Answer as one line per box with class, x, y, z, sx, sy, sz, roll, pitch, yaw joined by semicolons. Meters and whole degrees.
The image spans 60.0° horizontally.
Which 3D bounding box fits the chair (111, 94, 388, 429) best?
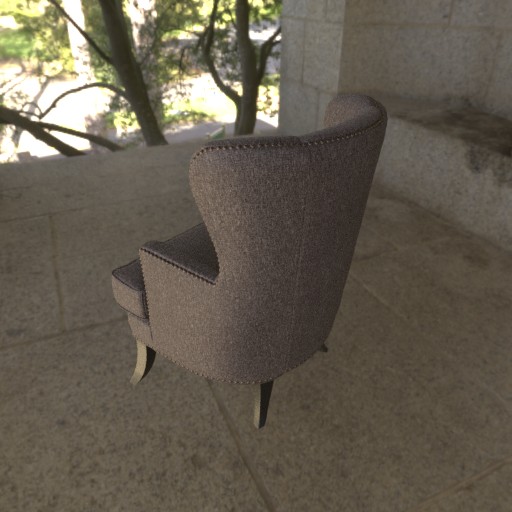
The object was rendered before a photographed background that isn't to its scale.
chair;0.000;0.000;1.593;0.758;1.060;0.759;21;37;31
